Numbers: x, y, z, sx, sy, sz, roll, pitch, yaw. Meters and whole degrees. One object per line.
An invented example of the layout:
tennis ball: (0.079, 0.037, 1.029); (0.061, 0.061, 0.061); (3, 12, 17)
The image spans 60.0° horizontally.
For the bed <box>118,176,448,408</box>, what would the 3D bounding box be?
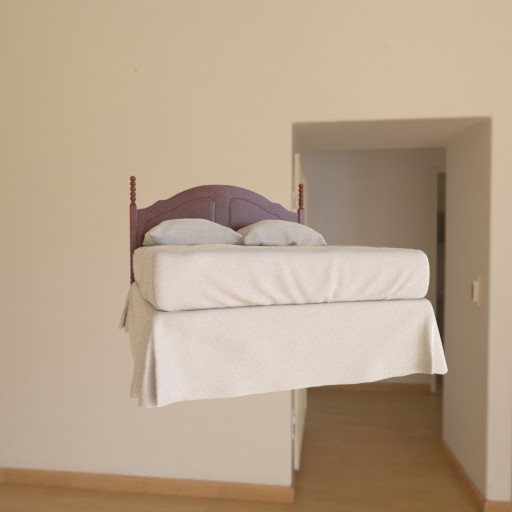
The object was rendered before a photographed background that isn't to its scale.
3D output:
bed: (0.000, 0.000, 3.199); (1.873, 1.356, 2.040); (-1, 2, -18)
